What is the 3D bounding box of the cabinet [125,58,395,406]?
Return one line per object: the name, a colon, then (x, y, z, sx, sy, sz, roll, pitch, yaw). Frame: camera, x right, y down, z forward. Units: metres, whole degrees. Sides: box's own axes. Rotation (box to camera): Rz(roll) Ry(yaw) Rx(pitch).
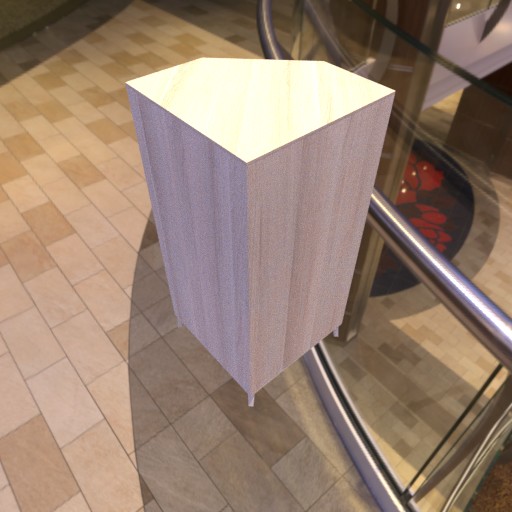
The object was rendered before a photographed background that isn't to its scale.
cabinet: (0.000, 0.000, 2.670, 1.272, 1.957, 0.969, 3, 45, 3)
